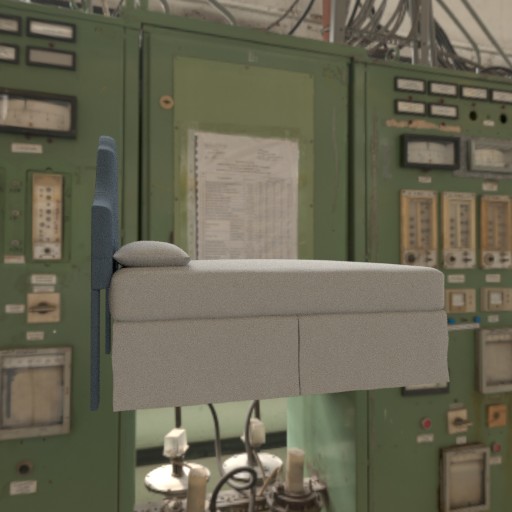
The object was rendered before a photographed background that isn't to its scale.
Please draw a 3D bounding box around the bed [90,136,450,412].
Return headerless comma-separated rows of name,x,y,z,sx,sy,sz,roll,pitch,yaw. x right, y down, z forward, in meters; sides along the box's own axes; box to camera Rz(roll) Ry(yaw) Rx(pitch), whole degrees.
bed,0.000,0.000,3.251,2.155,1.575,1.636,0,-1,-16
